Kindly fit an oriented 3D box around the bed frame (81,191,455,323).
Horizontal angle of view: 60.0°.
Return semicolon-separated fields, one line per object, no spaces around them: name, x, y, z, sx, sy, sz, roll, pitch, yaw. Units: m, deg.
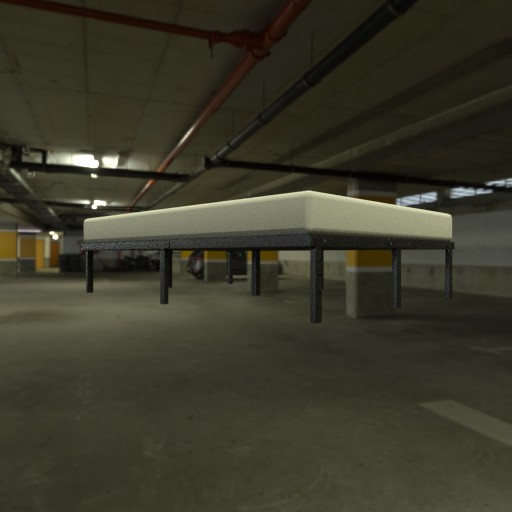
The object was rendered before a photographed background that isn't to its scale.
bed frame;0.000;0.000;3.813;2.205;0.680;2.842;0;0;-38
